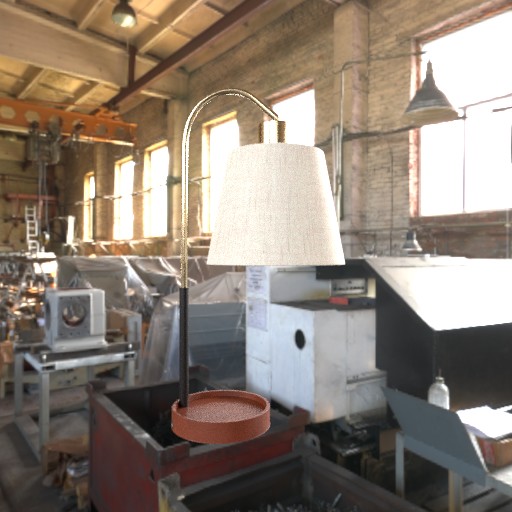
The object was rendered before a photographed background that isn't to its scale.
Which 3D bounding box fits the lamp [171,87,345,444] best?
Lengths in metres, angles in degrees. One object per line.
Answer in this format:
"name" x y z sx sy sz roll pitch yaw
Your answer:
"lamp" 0.000 0.000 0.692 0.273 0.536 0.211 0 0 18
